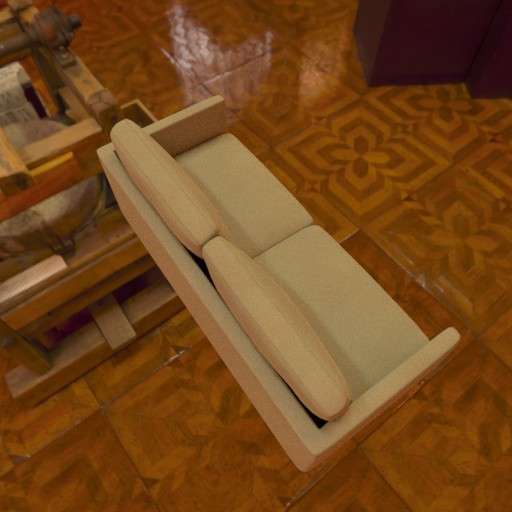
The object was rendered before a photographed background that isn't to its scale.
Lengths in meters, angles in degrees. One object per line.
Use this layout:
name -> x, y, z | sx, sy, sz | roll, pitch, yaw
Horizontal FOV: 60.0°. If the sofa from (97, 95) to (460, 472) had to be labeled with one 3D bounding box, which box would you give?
sofa -> 0.000, 0.000, 2.649 | 0.948, 0.932, 2.181 | -31, 63, -18
